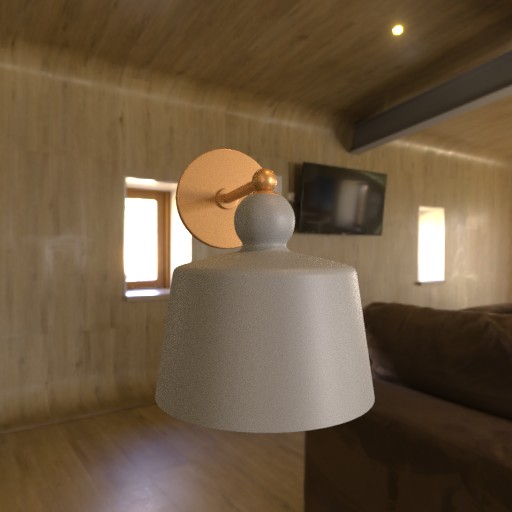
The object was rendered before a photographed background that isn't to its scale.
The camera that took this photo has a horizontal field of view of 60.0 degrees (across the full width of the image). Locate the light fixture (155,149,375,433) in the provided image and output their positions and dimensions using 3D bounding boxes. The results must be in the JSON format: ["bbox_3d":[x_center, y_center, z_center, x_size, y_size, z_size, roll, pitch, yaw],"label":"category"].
[{"bbox_3d":[0.000,0.000,0.448,0.204,0.268,0.254,0,0,-18],"label":"light fixture"}]
